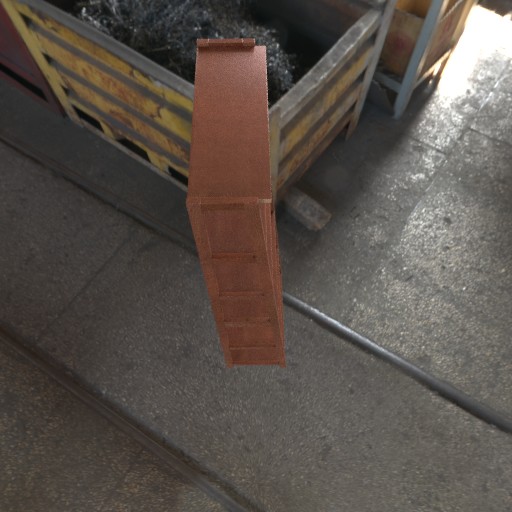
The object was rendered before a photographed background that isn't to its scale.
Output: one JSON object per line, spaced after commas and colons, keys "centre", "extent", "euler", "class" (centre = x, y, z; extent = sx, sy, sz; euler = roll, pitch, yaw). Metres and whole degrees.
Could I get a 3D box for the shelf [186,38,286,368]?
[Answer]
{"centre": [0.000, 0.000, 2.165], "extent": [0.382, 1.892, 0.660], "euler": [-1, 63, 0], "class": "shelf"}
